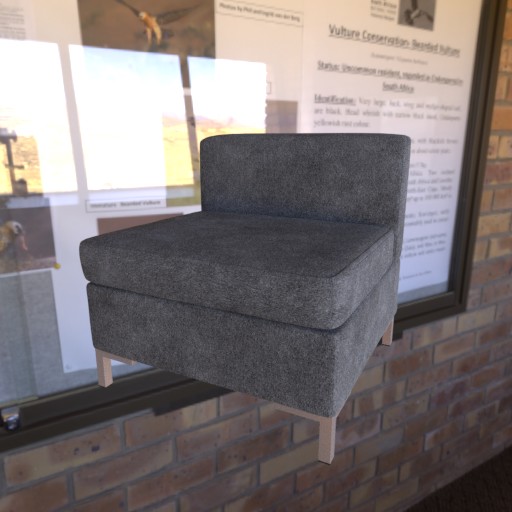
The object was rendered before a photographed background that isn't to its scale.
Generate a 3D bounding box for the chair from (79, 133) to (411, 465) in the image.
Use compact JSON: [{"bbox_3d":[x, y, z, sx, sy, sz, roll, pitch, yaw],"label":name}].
[{"bbox_3d":[0.000,0.000,1.226,0.680,0.660,0.680,8,17,27],"label":"chair"}]
